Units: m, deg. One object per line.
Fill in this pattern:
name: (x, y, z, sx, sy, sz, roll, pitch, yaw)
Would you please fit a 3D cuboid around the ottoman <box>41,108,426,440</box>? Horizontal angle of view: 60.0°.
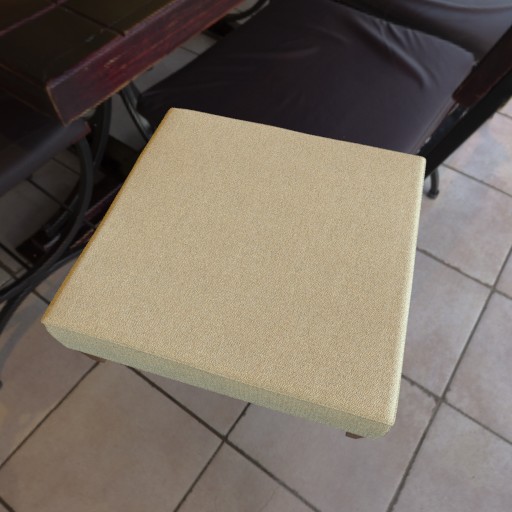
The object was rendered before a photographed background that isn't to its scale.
ottoman: (0.000, 0.000, 1.546, 1.004, 0.379, 0.968, 14, 58, 9)
